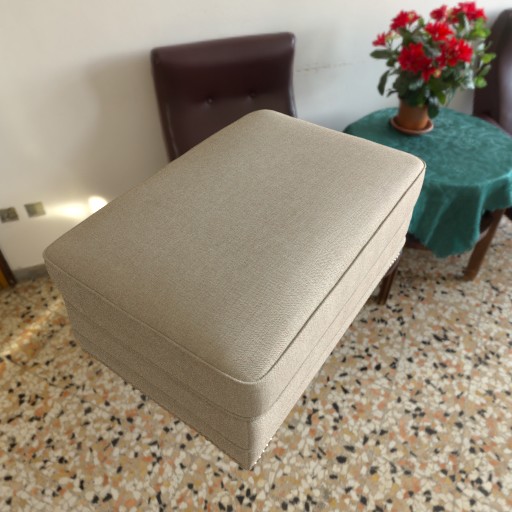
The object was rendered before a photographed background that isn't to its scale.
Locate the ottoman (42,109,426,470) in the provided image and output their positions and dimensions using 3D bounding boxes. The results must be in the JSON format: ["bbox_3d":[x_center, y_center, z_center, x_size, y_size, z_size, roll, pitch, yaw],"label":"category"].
[{"bbox_3d":[0.000,0.000,1.129,0.559,0.458,0.813,25,49,25],"label":"ottoman"}]
